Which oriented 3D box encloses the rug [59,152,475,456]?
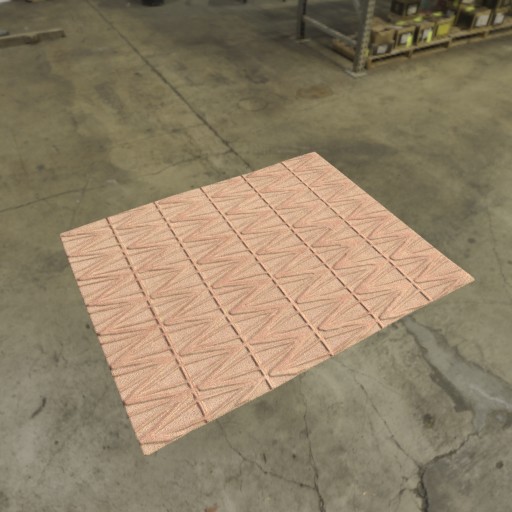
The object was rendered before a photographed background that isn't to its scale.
[{"bbox_3d":[0.000,0.000,4.112,3.052,0.043,2.453,-22,49,-21],"label":"rug"}]
